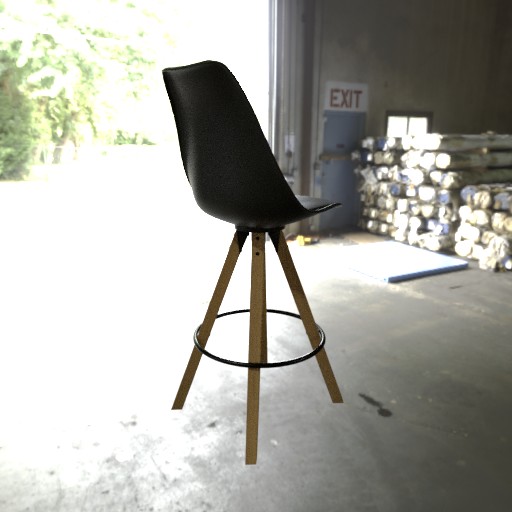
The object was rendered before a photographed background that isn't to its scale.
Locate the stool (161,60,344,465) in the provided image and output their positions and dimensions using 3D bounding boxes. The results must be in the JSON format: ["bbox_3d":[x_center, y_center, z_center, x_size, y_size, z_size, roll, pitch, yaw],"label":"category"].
[{"bbox_3d":[0.000,0.000,1.453,0.550,1.115,0.485,-14,20,-43],"label":"stool"}]
